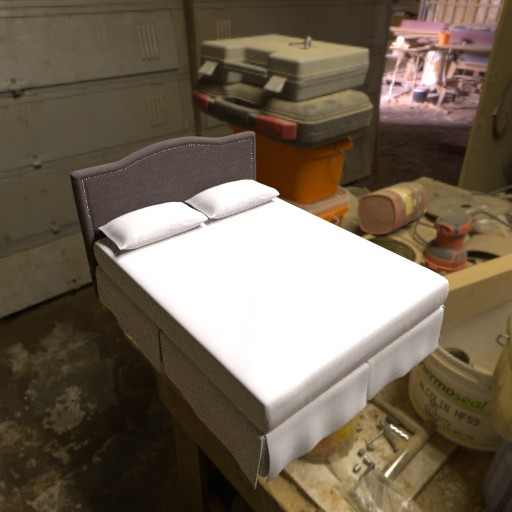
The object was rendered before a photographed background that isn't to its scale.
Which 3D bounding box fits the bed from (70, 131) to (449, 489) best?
[{"bbox_3d":[0.000,0.000,3.877,2.161,1.457,2.689,-23,39,-33],"label":"bed"}]
